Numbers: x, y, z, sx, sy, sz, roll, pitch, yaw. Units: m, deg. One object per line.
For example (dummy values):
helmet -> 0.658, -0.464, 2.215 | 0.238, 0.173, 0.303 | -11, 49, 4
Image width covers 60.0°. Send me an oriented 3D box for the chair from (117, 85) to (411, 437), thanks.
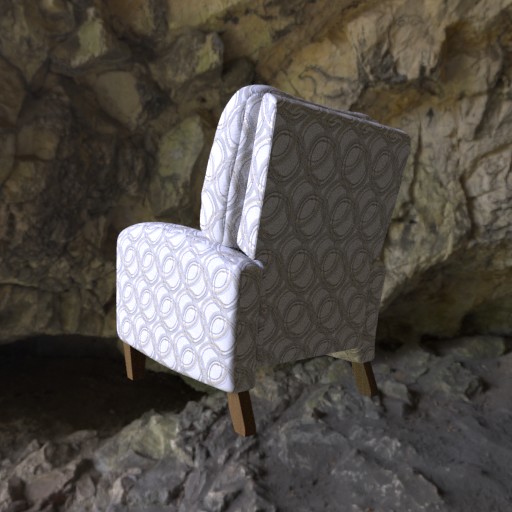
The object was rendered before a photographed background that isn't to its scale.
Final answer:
chair -> 0.000, 0.000, 1.781 | 0.796, 1.065, 0.995 | -1, 1, -38
